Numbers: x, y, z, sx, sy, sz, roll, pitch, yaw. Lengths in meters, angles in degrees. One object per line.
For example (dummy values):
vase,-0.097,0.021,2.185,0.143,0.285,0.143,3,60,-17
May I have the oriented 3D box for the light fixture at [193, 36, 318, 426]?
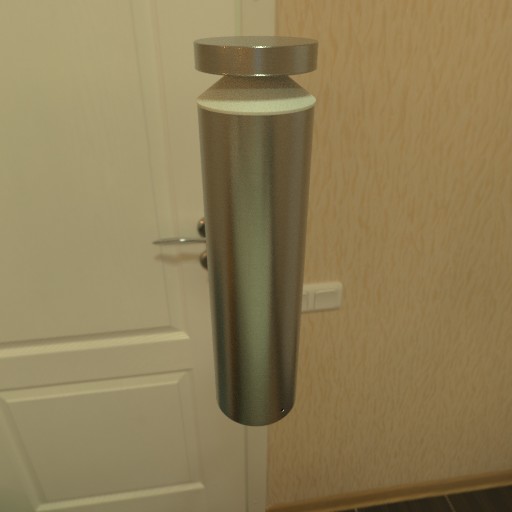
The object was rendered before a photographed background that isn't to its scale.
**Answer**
light fixture,0.000,0.000,0.457,0.102,0.400,0.102,-21,37,-32
